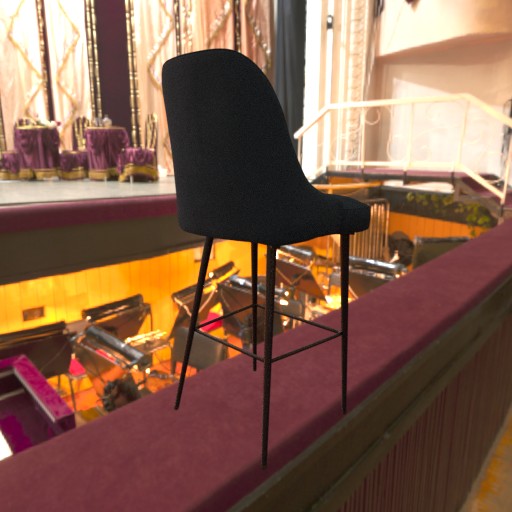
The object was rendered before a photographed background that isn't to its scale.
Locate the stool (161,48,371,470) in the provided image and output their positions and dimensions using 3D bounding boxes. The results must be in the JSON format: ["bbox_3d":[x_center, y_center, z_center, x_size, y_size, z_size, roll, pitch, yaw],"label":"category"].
[{"bbox_3d":[0.000,0.000,1.356,0.527,1.079,0.489,13,18,43],"label":"stool"}]
